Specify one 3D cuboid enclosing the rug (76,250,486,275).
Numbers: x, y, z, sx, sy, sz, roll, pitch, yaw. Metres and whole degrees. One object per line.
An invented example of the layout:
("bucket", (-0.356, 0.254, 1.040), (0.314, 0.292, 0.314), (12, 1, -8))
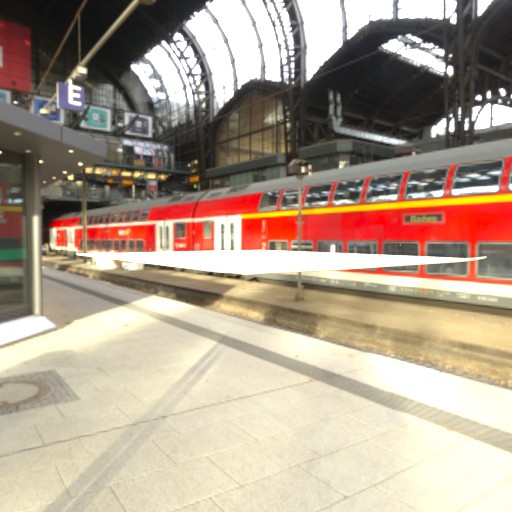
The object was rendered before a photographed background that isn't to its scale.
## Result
("rug", (0.000, 0.000, 3.884), (2.277, 0.035, 2.897), (-2, 3, -37))
